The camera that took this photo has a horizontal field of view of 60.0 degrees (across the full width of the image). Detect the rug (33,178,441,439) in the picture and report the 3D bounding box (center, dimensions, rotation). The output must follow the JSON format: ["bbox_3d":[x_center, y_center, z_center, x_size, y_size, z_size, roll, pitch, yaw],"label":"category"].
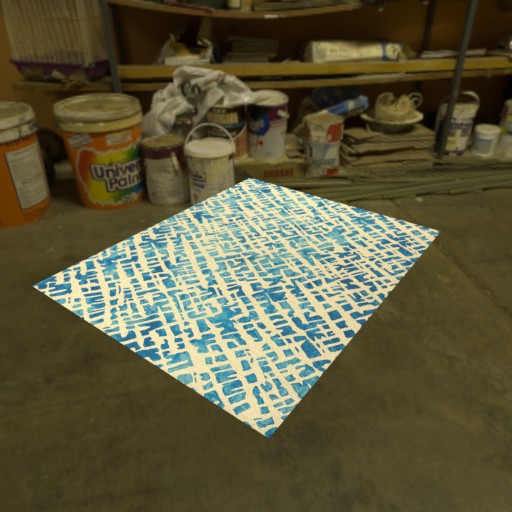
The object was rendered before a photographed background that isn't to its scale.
[{"bbox_3d":[0.000,0.000,4.102,2.435,0.007,3.007,22,38,31],"label":"rug"}]
